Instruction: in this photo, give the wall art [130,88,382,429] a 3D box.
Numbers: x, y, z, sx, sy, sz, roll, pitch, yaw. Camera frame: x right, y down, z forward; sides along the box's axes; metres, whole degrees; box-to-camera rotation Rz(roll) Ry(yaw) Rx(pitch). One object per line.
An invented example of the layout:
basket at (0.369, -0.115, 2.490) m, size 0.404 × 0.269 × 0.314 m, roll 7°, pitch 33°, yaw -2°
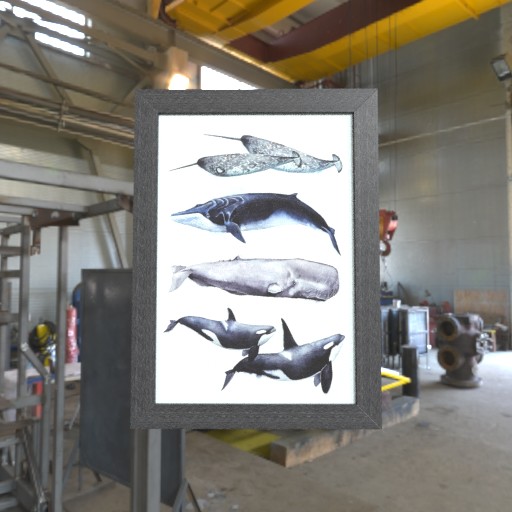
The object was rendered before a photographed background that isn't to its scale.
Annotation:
wall art at (0.000, 0.000, 1.462) m, size 0.810 × 1.116 × 0.016 m, roll 0°, pitch -3°, yaw 0°
